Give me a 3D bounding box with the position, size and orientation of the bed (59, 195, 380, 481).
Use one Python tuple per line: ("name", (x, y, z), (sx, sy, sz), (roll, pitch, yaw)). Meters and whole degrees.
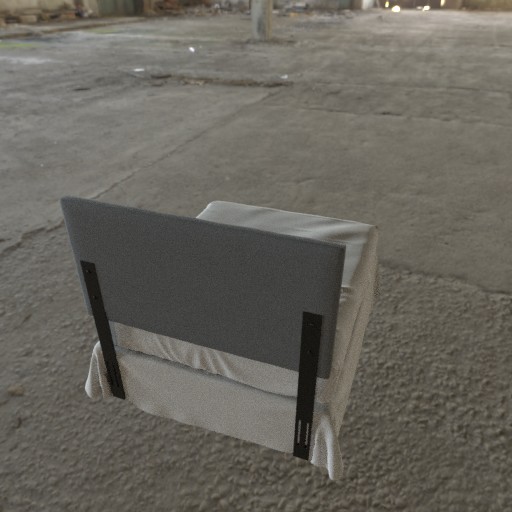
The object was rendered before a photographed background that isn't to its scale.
("bed", (0.000, 0.000, 3.471), (1.936, 1.577, 2.222), (11, 33, 18))
